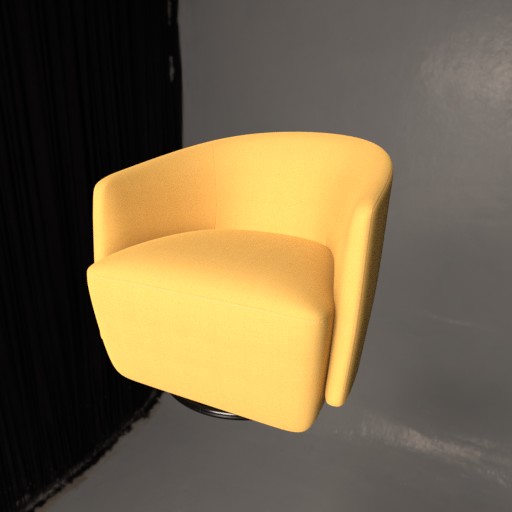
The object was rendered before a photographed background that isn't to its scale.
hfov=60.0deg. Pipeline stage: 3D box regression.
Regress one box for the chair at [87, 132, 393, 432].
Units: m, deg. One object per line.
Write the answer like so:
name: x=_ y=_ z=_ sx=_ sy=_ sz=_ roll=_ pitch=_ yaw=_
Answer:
chair: x=0.000 y=0.000 z=1.329 sx=0.773 sy=0.698 sz=0.767 roll=9 pitch=19 yaw=25
